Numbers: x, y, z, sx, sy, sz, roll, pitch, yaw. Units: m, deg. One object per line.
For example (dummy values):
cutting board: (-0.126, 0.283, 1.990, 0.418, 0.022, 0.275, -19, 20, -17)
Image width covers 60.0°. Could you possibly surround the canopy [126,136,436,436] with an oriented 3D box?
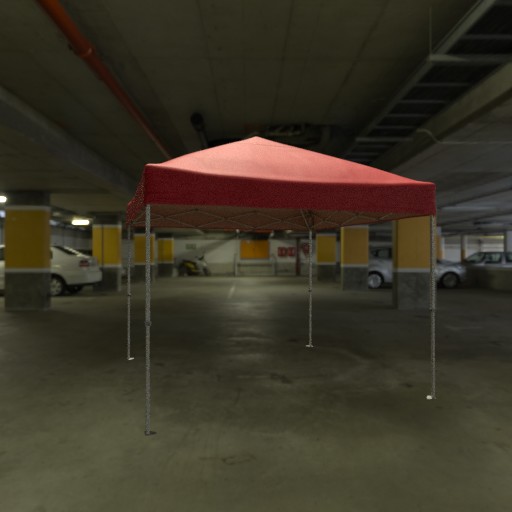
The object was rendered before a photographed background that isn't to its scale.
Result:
canopy: (0.000, 0.000, 5.562, 2.998, 2.997, 2.996, 0, 0, -19)
